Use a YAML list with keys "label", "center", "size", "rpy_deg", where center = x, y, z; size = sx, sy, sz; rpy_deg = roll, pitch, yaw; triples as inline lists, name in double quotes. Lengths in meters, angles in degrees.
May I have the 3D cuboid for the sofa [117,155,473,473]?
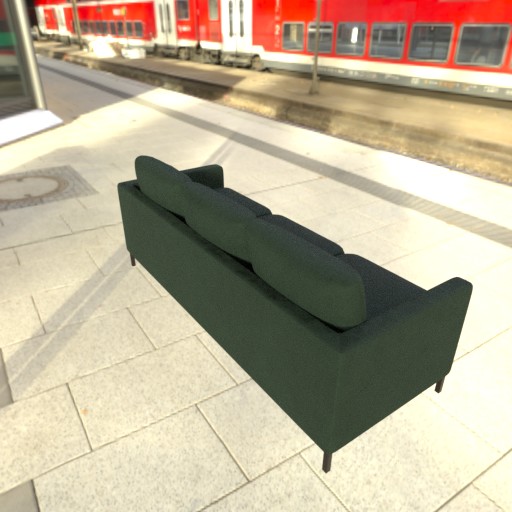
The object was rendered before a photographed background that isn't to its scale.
- label: "sofa"
  center: [0.000, 0.000, 2.647]
  size: [0.859, 0.870, 2.218]
  rpy_deg: [-19, 33, -31]
